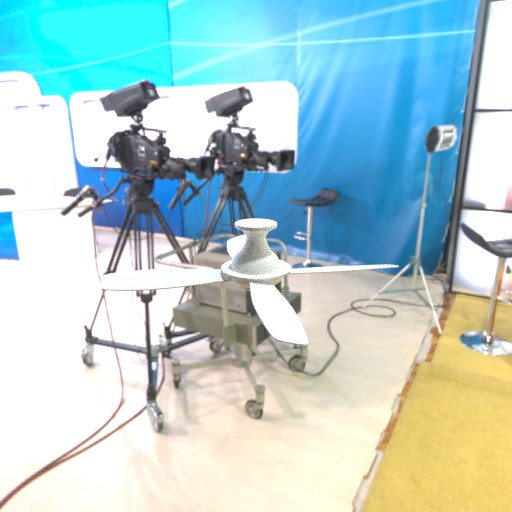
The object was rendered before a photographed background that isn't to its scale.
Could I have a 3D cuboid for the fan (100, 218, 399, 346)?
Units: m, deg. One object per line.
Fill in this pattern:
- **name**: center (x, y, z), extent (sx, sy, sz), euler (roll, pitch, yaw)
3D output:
- **fan**: center (0.000, 0.000, 2.495), extent (1.693, 0.382, 1.694), euler (-3, 17, -9)
